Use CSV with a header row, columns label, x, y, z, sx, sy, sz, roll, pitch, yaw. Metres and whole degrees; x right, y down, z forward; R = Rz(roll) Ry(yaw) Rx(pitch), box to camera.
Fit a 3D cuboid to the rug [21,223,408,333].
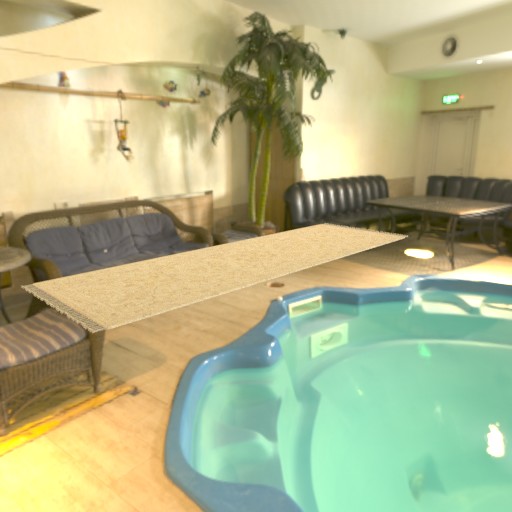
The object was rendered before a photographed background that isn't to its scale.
label,x,y,z,sx,sy,sz,roll,pitch,yaw
rug,0.000,0.000,2.823,0.795,0.015,2.544,14,20,43
